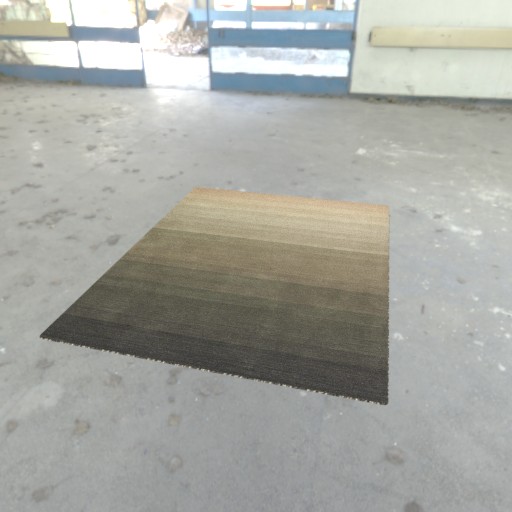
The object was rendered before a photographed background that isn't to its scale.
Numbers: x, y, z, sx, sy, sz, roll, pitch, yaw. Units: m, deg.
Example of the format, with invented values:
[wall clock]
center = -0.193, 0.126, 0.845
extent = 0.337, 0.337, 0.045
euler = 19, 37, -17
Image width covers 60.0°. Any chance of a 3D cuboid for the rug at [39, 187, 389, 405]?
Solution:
[rug]
center = 0.000, 0.000, 3.963
extent = 2.305, 0.017, 2.902
euler = 7, 31, 13
